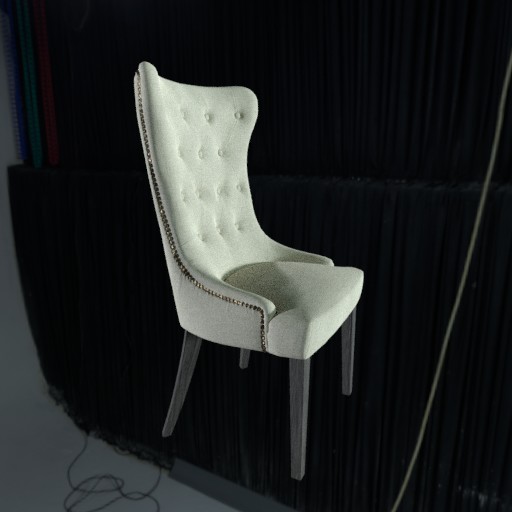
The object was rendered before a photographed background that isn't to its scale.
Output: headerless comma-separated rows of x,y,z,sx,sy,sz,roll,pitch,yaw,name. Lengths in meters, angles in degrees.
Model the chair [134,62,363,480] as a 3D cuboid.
0.000,0.000,1.367,0.590,1.065,0.584,7,15,26,chair
